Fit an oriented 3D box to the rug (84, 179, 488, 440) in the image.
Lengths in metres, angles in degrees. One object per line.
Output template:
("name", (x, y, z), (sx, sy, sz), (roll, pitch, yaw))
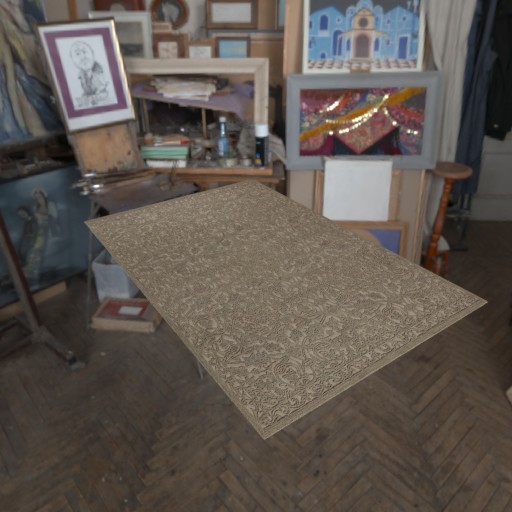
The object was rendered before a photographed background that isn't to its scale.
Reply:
("rug", (0.000, 0.000, 2.301), (1.221, 0.006, 1.827), (-20, 36, -30))
